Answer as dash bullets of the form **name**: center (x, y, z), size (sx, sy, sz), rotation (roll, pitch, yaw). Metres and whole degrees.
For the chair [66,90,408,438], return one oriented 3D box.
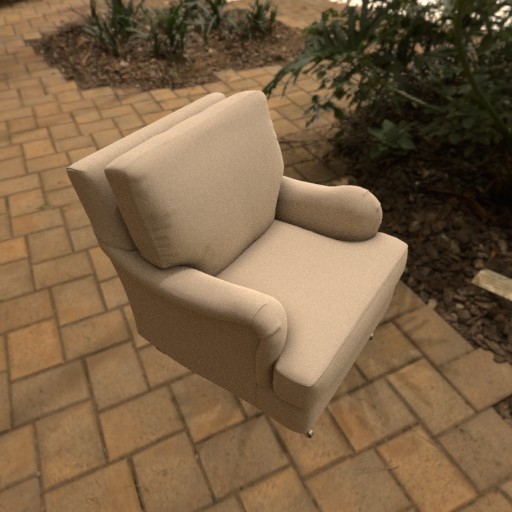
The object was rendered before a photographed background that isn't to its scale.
- **chair**: center (0.000, 0.000, 1.879), size (1.078, 1.076, 0.895), rotation (25, 48, 25)
